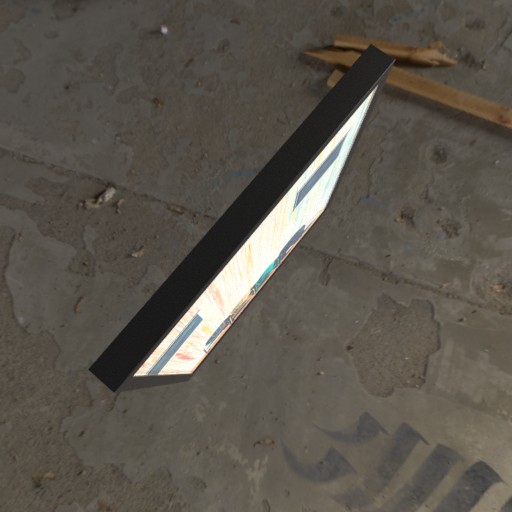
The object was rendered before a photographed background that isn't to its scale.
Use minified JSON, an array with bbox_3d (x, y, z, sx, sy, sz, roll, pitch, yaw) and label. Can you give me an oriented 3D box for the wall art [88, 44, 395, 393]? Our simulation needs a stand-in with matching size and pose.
[{"bbox_3d":[0.000,0.000,0.747,0.037,0.506,0.506,38,79,9],"label":"wall art"}]
